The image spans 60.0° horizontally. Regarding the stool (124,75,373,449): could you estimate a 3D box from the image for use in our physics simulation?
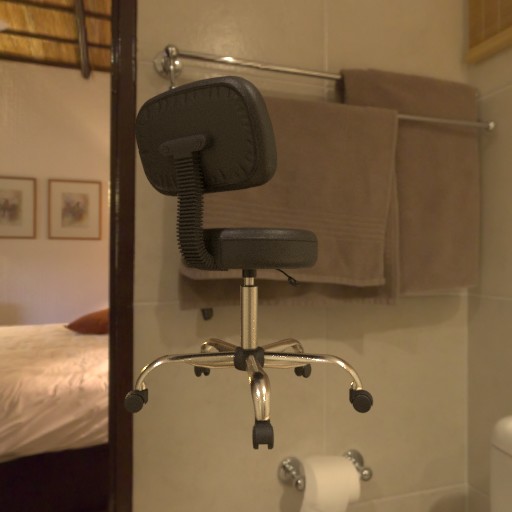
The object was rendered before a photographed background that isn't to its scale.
[{"bbox_3d":[0.000,0.000,1.342,0.673,0.862,0.648,0,0,35],"label":"stool"}]
